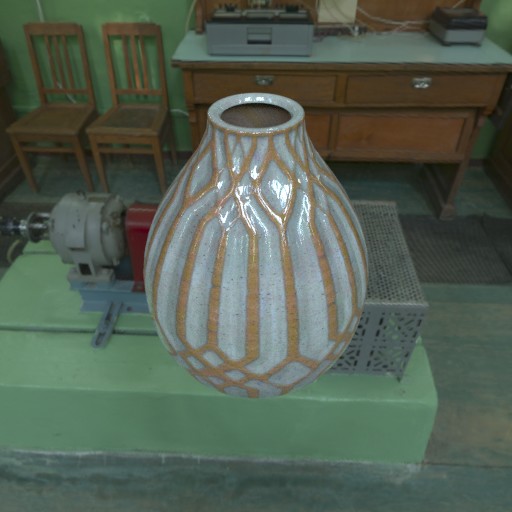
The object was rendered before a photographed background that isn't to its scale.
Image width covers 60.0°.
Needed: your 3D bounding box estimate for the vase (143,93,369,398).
[{"bbox_3d":[0.000,0.000,0.258,0.131,0.175,0.131,0,41,0],"label":"vase"}]
